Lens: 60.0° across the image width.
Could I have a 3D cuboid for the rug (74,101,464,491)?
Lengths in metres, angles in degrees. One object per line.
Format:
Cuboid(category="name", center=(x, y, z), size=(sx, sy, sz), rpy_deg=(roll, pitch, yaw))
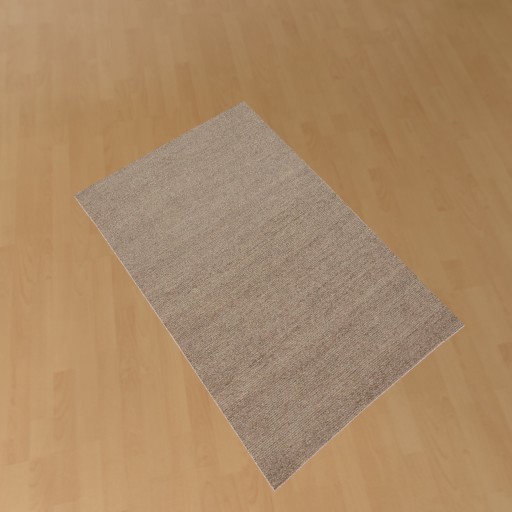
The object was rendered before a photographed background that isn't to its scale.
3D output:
Cuboid(category="rug", center=(0.000, 0.000, 2.261), size=(1.154, 0.021, 1.792), rpy_deg=(-34, 69, -15))
